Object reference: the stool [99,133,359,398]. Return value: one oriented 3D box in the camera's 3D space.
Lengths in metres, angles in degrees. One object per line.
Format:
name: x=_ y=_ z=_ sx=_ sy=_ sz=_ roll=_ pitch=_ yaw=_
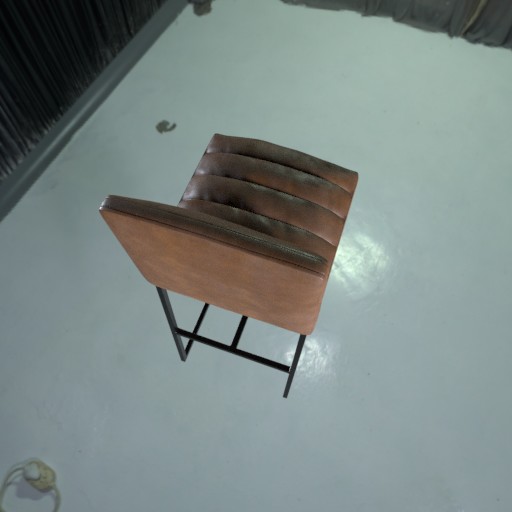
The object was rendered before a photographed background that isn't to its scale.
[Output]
stool: x=0.000 y=0.000 z=1.365 sx=0.463 sy=1.065 sz=0.562 roll=17 pitch=63 yaw=9
